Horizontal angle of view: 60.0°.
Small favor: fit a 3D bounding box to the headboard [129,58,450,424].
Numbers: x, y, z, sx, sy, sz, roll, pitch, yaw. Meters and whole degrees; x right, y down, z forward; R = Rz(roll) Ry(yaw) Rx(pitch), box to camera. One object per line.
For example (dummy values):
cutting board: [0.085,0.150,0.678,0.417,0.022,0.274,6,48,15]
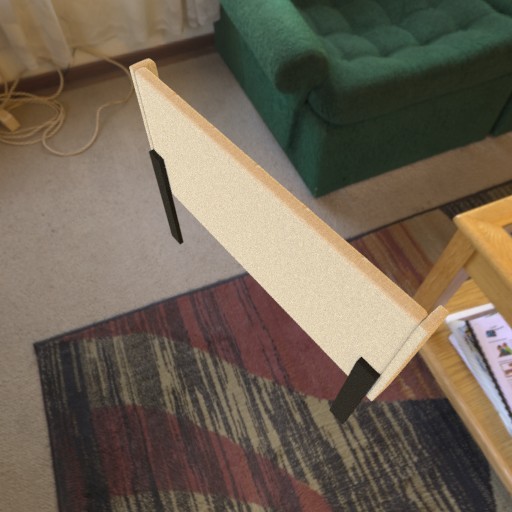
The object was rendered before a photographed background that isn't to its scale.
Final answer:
headboard: [0.000,0.000,2.671,0.184,1.524,2.051,-35,64,-20]
